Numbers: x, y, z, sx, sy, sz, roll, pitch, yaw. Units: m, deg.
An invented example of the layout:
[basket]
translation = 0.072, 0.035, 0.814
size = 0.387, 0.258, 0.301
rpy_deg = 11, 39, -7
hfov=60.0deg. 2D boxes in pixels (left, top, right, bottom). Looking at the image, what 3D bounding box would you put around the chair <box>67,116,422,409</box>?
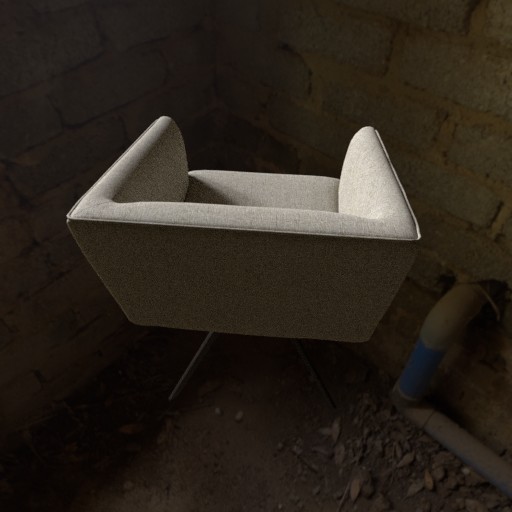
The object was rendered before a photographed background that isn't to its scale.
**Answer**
[chair]
translation = 0.000, 0.000, 1.224
size = 0.628, 0.760, 0.623
rpy_deg = 4, 46, 4
